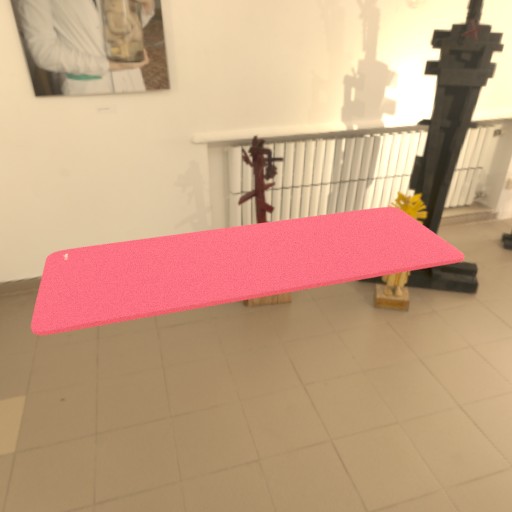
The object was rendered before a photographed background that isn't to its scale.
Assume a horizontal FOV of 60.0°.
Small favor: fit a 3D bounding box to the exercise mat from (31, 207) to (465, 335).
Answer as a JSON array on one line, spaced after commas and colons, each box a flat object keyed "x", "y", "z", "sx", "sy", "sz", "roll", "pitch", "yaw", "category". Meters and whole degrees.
[{"x": 0.000, "y": 0.000, "z": 2.074, "sx": 1.884, "sy": 0.021, "sz": 0.616, "roll": -9, "pitch": 32, "yaw": -14, "category": "exercise mat"}]
